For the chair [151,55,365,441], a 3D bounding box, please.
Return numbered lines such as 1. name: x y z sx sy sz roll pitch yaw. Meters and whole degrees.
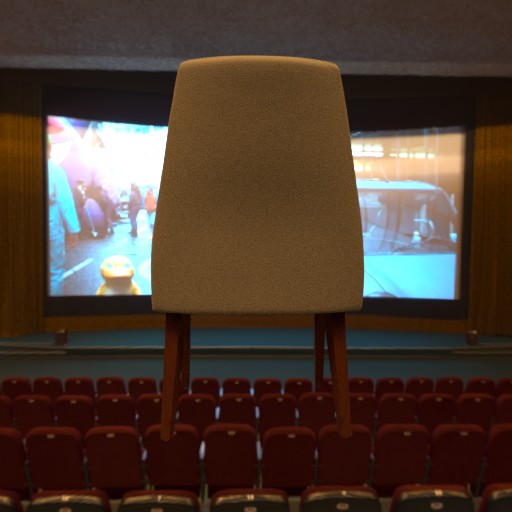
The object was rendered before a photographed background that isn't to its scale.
1. chair: 0.000 0.000 1.201 0.529 0.861 0.544 0 2 -2
